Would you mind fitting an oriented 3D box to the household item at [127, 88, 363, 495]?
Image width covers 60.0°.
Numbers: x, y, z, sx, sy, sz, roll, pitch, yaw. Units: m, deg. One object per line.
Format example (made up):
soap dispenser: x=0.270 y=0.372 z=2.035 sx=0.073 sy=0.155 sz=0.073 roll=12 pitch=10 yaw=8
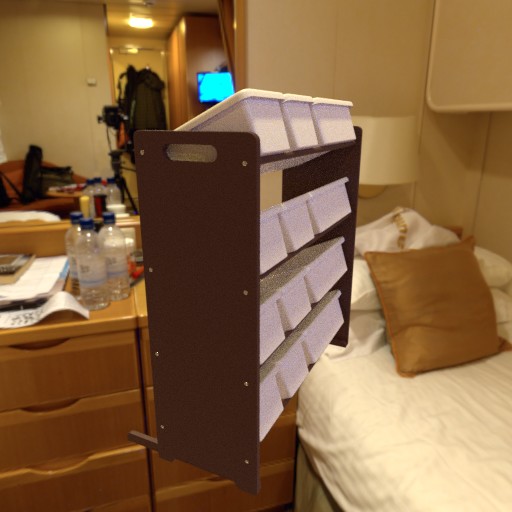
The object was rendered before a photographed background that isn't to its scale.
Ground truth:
household item: x=0.000 y=0.000 z=1.287 sx=0.389 sy=0.864 sz=0.787 roll=8 pitch=19 yaw=25
